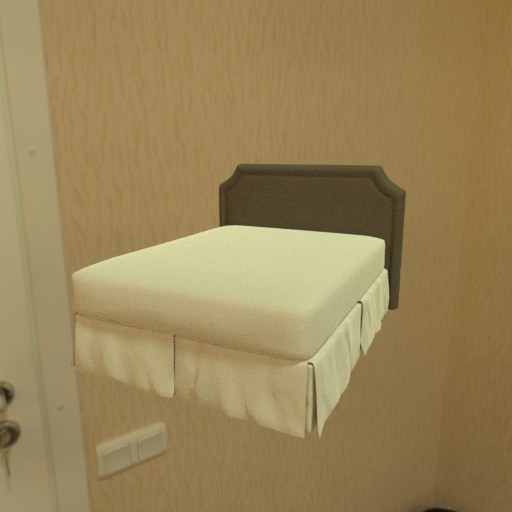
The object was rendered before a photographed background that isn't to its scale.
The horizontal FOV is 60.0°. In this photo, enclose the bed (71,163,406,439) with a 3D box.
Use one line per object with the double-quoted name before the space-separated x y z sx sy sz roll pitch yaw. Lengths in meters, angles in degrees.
"bed" 0.000 0.000 3.330 1.831 1.297 2.181 6 15 25
